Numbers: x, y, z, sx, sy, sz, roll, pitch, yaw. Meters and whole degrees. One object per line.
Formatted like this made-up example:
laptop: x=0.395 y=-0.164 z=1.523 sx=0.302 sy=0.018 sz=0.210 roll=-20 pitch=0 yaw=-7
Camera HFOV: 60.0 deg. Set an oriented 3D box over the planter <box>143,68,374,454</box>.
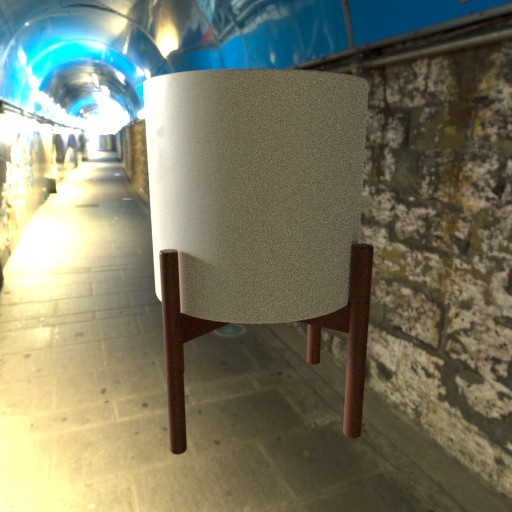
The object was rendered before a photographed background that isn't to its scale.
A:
planter: x=0.000 y=0.000 z=0.928 sx=0.417 sy=0.670 sz=0.417 roll=-2 pitch=15 yaw=-9
